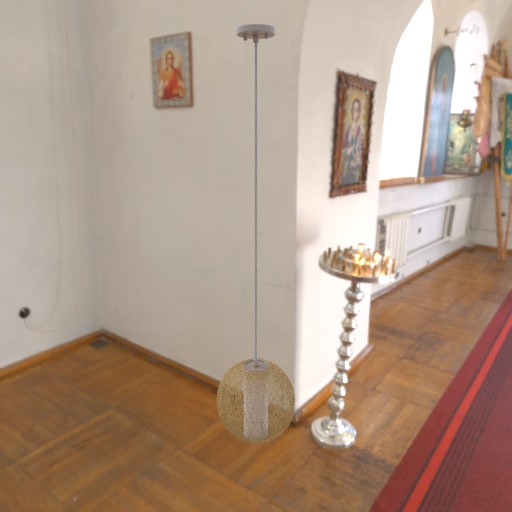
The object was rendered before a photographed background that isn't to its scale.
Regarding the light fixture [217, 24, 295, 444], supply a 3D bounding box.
[{"bbox_3d":[0.000,0.000,2.098,0.407,1.955,0.406,-2,15,-8],"label":"light fixture"}]
